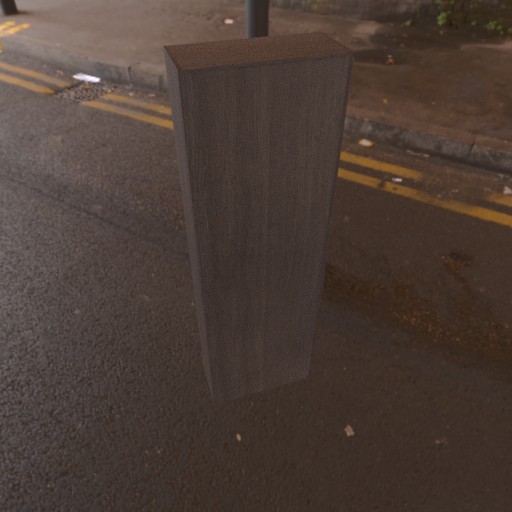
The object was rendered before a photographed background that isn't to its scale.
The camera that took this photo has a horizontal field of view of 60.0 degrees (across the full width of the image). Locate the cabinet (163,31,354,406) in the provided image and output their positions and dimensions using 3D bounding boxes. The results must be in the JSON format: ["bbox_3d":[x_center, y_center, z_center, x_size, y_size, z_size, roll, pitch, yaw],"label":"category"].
[{"bbox_3d":[0.000,0.000,1.849,0.520,1.630,0.255,-12,42,-14],"label":"cabinet"}]
